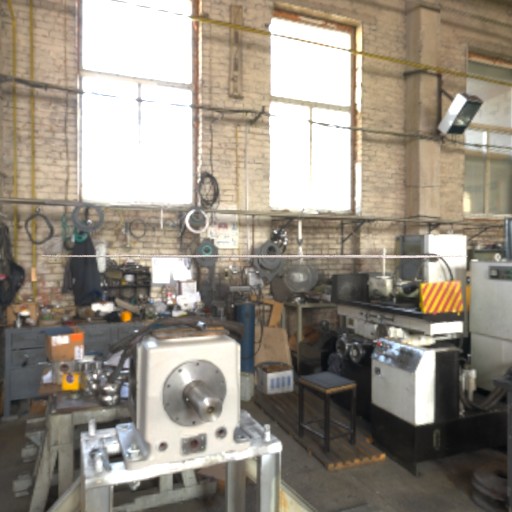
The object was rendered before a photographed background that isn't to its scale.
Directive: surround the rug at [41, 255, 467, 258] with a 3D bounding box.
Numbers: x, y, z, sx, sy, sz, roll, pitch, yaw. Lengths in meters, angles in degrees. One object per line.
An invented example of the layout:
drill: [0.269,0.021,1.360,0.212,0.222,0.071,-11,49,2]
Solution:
rug: [0.000,0.000,4.304,3.357,0.019,2.449,0,0,35]
